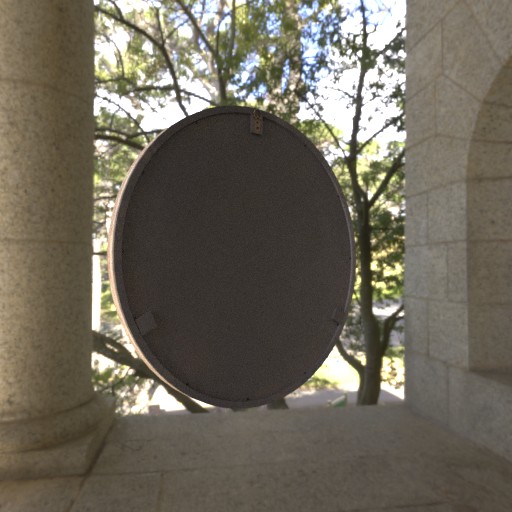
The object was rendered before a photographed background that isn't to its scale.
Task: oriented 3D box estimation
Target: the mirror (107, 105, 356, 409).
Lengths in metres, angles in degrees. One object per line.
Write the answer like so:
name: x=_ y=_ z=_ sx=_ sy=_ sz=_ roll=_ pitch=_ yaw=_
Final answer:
mirror: x=0.000 y=0.000 z=1.072 sx=0.710 sy=0.710 sz=0.038 roll=2 pitch=-3 yaw=-38
